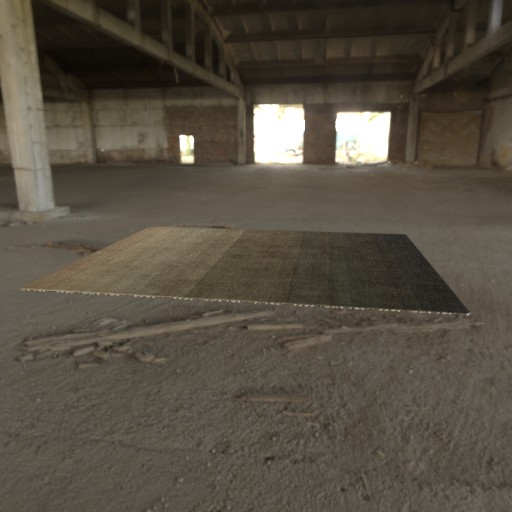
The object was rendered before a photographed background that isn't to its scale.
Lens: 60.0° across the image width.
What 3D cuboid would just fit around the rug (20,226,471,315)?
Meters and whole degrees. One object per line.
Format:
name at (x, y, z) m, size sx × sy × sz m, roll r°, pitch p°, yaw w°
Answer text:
rug at (0.000, 0.000, 3.881) m, size 2.902 × 0.017 × 2.306 m, roll 2°, pitch 15°, yaw 9°
